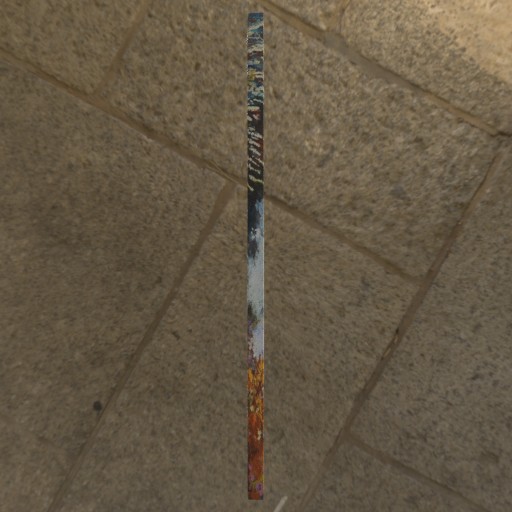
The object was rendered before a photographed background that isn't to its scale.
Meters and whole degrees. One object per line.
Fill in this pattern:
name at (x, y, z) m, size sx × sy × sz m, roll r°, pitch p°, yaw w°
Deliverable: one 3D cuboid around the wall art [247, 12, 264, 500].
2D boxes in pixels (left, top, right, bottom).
wall art at (0.000, 0.000, 1.412) m, size 0.042 × 0.760 × 1.136 m, roll 0°, pitch 90°, yaw 0°
